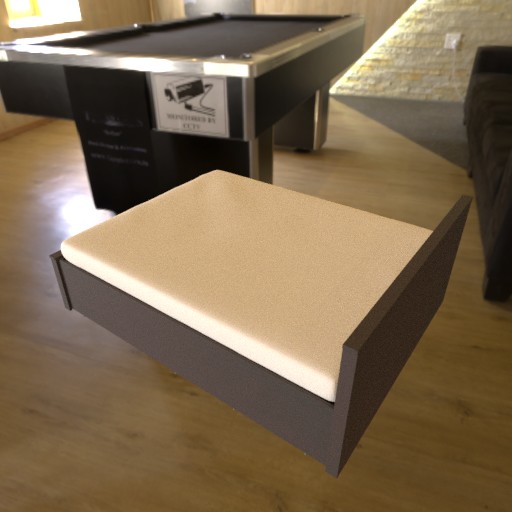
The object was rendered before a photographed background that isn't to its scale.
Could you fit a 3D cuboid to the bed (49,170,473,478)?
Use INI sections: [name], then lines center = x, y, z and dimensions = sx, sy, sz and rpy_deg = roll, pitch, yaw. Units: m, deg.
[bed]
center = 0.000, 0.000, 2.899
dimensions = 2.103, 0.808, 1.634
rpy_deg = 21, 38, 30
